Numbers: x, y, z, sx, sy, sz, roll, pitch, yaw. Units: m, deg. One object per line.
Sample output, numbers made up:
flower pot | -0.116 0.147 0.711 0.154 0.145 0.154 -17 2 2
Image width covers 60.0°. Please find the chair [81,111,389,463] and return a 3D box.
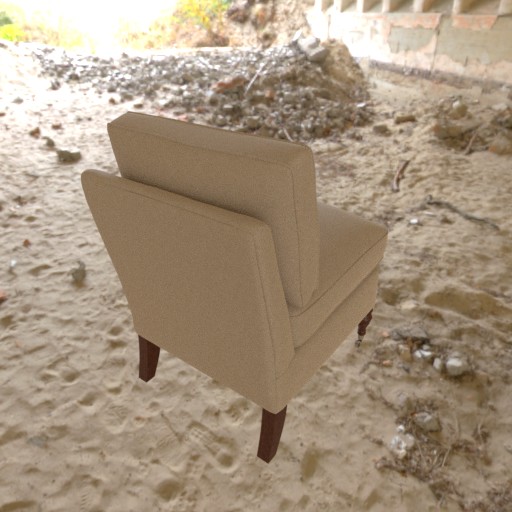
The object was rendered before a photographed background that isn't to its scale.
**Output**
chair | 0.000 0.000 1.669 0.724 1.052 0.912 20 35 32
